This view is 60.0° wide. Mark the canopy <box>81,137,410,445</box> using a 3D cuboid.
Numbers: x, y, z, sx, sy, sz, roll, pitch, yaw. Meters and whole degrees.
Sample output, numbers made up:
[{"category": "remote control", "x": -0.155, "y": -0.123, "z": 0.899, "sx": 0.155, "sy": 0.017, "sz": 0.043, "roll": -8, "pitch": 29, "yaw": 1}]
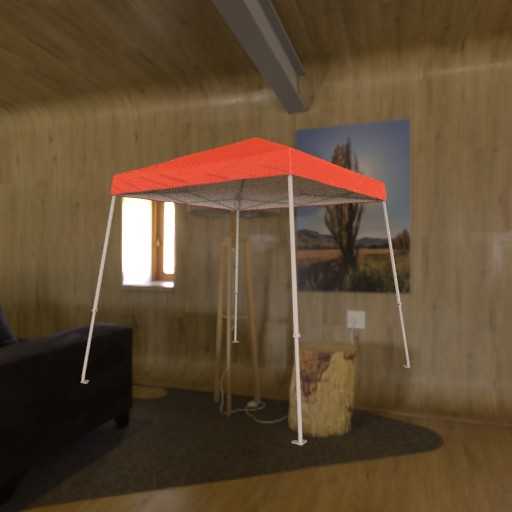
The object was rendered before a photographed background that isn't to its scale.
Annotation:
[{"category": "canopy", "x": 0.000, "y": 0.000, "z": 5.344, "sx": 2.850, "sy": 2.850, "sz": 2.849, "roll": 0, "pitch": 1, "yaw": 35}]
